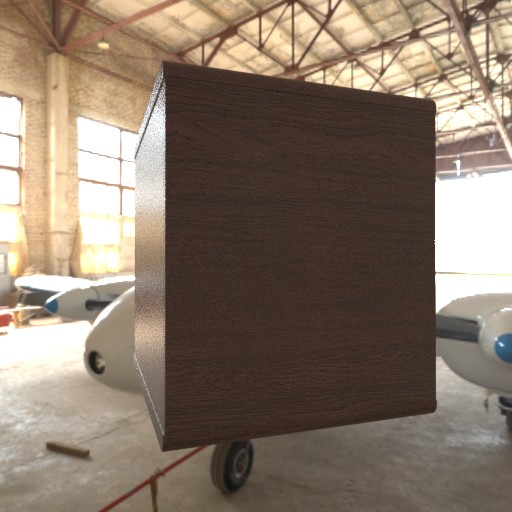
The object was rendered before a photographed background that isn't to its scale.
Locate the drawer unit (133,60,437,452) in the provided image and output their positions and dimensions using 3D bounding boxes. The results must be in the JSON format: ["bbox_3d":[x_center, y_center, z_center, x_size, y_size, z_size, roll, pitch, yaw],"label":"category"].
[{"bbox_3d":[0.000,0.000,0.588,0.290,0.344,0.344,0,0,-19],"label":"drawer unit"}]
